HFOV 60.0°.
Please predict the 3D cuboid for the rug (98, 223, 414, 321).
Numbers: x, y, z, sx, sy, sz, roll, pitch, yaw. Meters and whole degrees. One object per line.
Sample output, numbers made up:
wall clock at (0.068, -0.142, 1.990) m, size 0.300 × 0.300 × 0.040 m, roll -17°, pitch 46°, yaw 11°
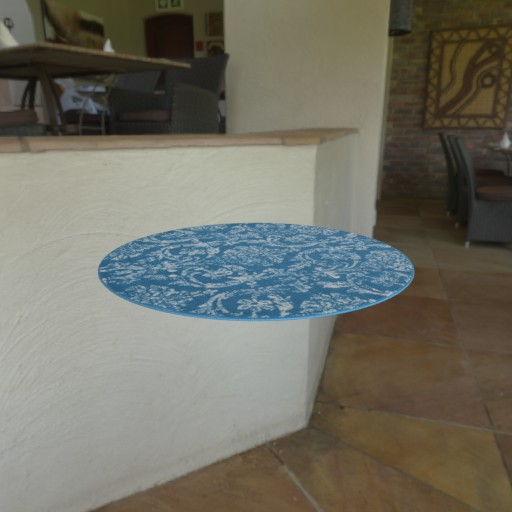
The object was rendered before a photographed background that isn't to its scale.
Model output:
rug at (0.000, 0.000, 2.356) m, size 1.593 × 0.012 × 1.593 m, roll 0°, pitch 17°, yaw 0°
